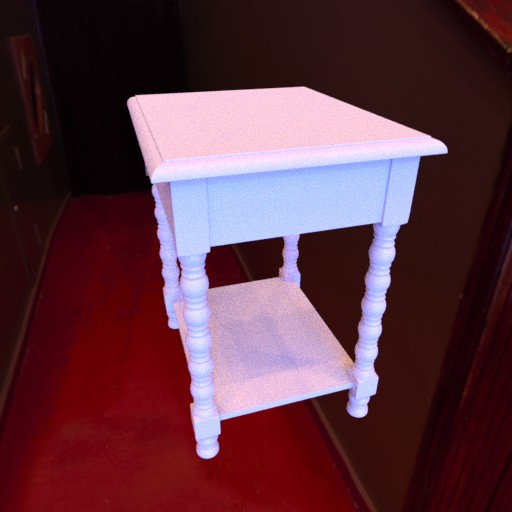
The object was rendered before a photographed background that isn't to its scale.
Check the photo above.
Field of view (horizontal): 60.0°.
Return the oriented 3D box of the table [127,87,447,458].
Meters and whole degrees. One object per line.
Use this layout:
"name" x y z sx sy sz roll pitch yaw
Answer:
"table" 0.000 0.000 0.842 0.381 0.531 0.460 -9 31 -15
